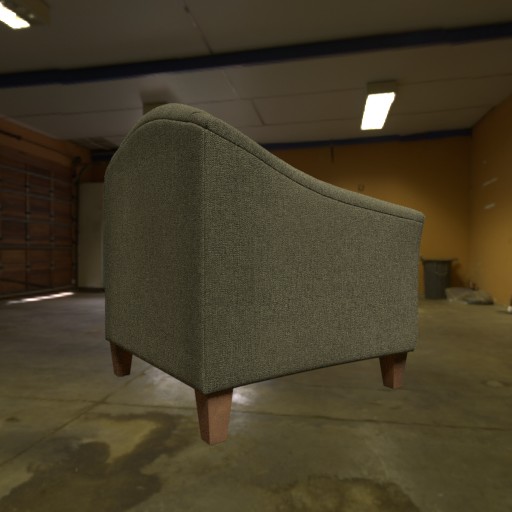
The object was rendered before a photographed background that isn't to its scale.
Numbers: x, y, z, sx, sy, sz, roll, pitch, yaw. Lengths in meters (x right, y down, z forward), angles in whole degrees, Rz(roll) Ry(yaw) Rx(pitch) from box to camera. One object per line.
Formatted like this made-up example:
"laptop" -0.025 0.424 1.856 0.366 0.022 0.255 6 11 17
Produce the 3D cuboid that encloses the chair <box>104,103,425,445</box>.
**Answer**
"chair" 0.000 0.000 1.468 0.787 0.839 0.763 0 1 -35
